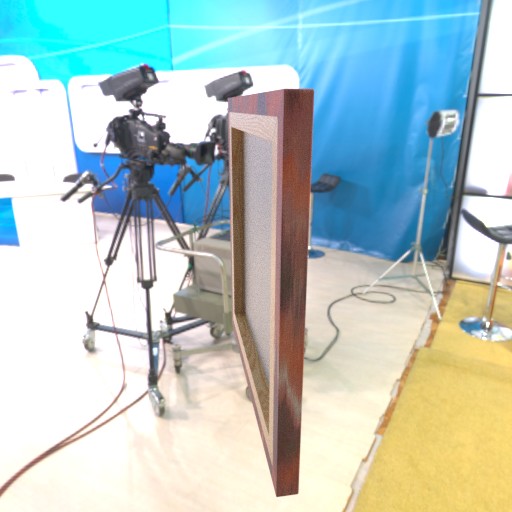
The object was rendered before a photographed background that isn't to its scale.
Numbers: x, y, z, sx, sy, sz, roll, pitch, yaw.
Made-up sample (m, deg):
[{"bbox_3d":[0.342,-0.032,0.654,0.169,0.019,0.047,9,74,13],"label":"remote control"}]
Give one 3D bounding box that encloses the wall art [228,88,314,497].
[{"bbox_3d":[0.000,0.000,0.891,0.037,0.609,0.603,-3,19,-9],"label":"wall art"}]
